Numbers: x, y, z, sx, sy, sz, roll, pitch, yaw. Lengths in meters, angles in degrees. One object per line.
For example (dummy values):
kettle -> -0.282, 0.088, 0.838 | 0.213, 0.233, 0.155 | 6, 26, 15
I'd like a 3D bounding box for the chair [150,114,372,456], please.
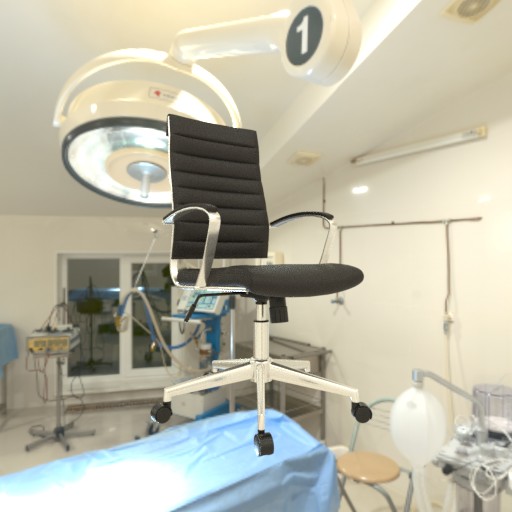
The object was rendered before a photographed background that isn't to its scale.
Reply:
chair -> 0.000, 0.000, 1.678 | 0.766, 1.149, 0.739 | 0, 1, -36
